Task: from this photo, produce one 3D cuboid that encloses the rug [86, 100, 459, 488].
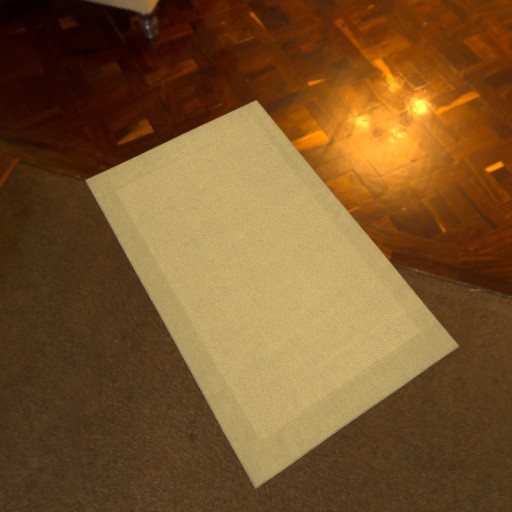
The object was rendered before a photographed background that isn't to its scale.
[{"bbox_3d":[0.000,0.000,3.084,1.524,0.014,2.438,-29,68,-13],"label":"rug"}]
